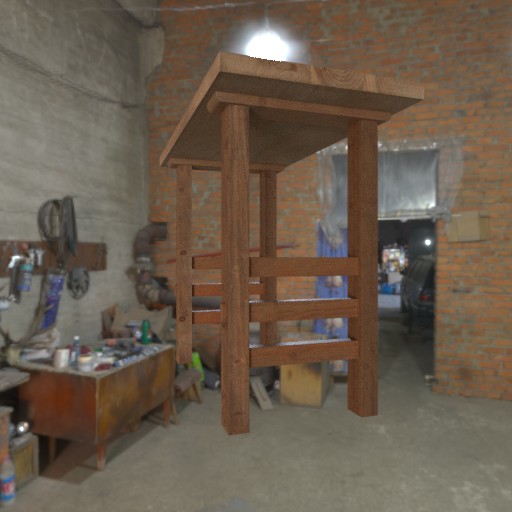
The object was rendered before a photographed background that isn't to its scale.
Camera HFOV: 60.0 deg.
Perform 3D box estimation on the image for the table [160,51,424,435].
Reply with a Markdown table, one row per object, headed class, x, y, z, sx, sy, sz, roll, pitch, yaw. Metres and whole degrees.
| class | x | y | z | sx | sy | sz | roll | pitch | yaw |
| --- | --- | --- | --- | --- | --- | --- | --- | --- | --- |
| table | 0.000 | 0.000 | 1.607 | 0.556 | 0.914 | 1.119 | 0 | 0 | -19 |
